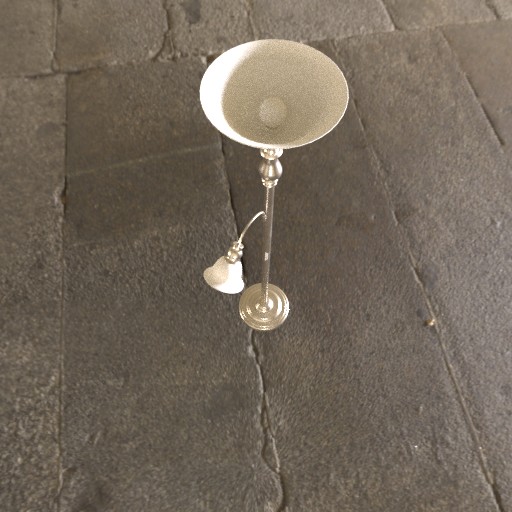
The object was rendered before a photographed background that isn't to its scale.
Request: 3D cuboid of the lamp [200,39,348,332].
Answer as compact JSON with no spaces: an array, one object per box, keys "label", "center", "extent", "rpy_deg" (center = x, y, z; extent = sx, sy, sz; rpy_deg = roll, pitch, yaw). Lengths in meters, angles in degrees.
[{"label":"lamp","center":[0.000,0.000,1.982],"extent":[0.405,1.785,0.575],"rpy_deg":[32,68,15]}]
